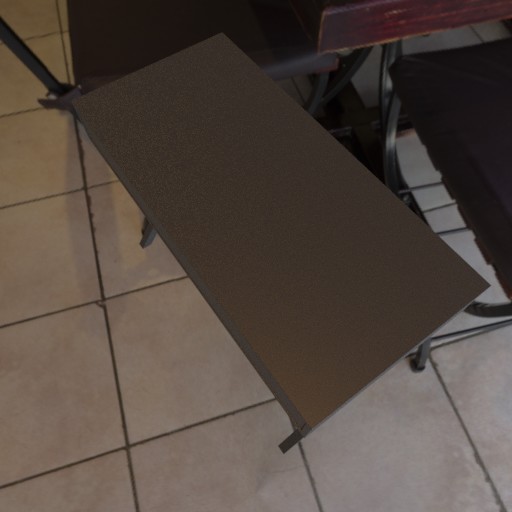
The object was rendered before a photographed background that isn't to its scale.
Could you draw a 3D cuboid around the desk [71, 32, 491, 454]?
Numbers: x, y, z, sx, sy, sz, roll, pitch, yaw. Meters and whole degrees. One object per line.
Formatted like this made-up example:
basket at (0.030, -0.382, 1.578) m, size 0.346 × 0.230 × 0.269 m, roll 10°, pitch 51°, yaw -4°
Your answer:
desk at (0.000, 0.000, 1.443) m, size 0.504 × 0.780 × 1.057 m, roll -32°, pitch 67°, yaw -16°
